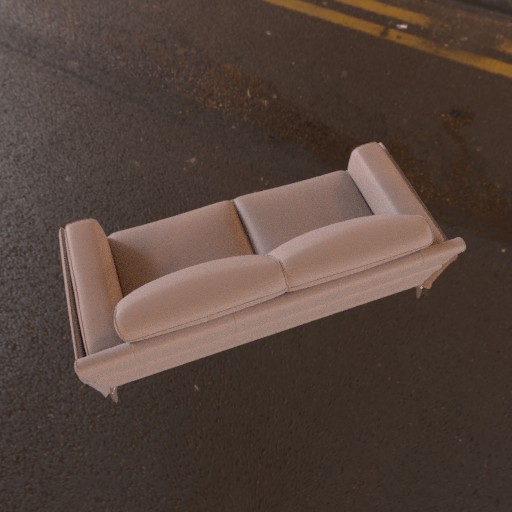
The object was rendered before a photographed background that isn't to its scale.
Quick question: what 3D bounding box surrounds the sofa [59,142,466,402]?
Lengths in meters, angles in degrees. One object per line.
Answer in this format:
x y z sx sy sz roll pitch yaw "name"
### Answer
0.000 0.000 2.577 2.101 0.930 1.049 -17 59 -10 "sofa"
